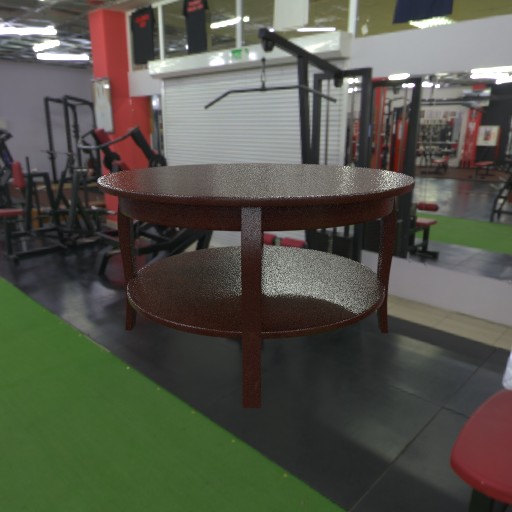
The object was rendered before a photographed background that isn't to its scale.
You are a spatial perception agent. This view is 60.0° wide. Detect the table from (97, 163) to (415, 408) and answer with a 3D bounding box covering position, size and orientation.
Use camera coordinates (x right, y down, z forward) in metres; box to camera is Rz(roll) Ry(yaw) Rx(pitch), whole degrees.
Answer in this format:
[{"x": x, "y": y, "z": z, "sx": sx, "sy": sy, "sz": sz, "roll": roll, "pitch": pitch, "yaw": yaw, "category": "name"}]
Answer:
[{"x": 0.000, "y": 0.000, "z": 1.413, "sx": 0.911, "sy": 0.512, "sz": 0.911, "roll": 0, "pitch": 16, "yaw": 0, "category": "table"}]
